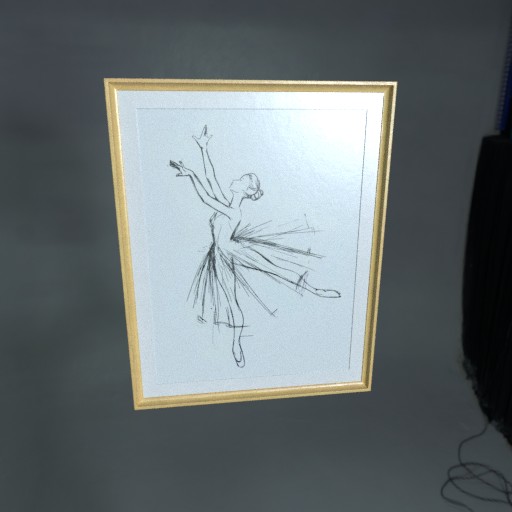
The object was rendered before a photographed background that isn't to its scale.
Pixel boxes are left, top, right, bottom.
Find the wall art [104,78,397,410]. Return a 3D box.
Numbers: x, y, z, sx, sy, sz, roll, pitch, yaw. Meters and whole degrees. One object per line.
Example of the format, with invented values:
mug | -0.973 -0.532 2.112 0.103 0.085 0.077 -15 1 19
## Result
wall art | 0.000 0.000 1.356 0.798 1.002 0.030 -2 17 -7
